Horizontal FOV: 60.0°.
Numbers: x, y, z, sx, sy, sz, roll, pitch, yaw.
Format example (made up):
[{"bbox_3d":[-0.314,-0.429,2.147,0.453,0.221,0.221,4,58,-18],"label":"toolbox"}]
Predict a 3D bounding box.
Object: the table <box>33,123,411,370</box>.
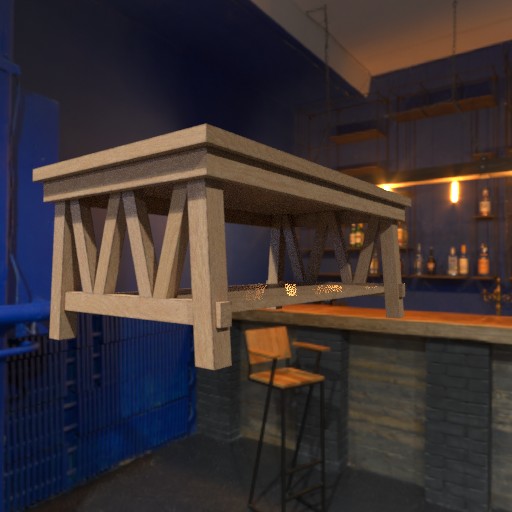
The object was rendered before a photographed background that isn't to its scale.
[{"bbox_3d":[0.000,0.000,1.611,0.711,0.507,1.270,-1,-1,37],"label":"table"}]
